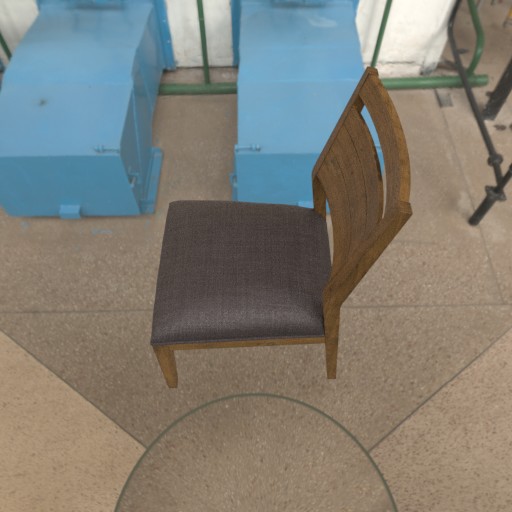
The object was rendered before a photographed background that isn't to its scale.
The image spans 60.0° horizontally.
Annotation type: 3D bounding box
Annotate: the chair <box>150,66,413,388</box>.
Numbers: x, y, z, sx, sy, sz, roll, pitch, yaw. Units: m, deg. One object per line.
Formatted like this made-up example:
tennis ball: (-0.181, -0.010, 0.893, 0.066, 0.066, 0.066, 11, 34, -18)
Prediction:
chair: (0.000, 0.000, 1.290, 0.610, 0.939, 0.501, 0, 57, 0)
